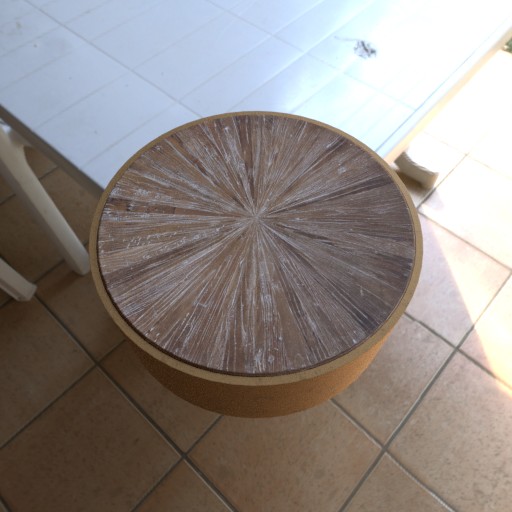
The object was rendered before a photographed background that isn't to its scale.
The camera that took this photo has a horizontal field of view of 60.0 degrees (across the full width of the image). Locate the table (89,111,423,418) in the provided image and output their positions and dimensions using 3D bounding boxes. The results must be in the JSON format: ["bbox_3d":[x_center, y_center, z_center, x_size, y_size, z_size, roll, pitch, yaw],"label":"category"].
[{"bbox_3d":[0.000,0.000,1.519,1.001,0.409,1.001,0,58,0],"label":"table"}]
